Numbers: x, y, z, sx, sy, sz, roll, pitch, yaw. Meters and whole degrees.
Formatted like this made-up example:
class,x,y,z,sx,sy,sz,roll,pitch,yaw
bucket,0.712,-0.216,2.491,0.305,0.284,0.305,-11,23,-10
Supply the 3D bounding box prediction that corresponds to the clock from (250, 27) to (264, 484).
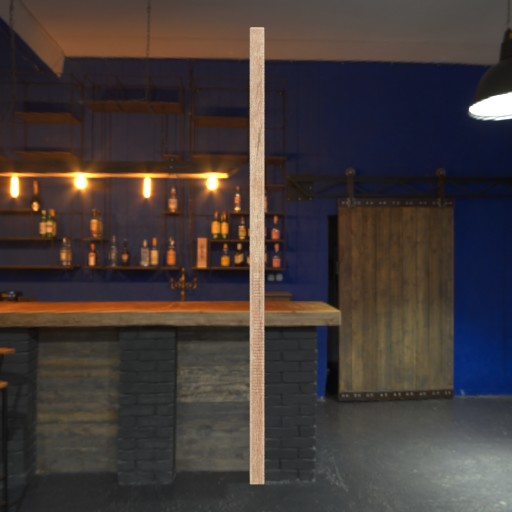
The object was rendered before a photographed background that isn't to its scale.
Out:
class,x,y,z,sx,sy,sz,roll,pitch,yaw
clock,0.000,0.000,1.116,0.030,0.965,0.361,0,0,-1
